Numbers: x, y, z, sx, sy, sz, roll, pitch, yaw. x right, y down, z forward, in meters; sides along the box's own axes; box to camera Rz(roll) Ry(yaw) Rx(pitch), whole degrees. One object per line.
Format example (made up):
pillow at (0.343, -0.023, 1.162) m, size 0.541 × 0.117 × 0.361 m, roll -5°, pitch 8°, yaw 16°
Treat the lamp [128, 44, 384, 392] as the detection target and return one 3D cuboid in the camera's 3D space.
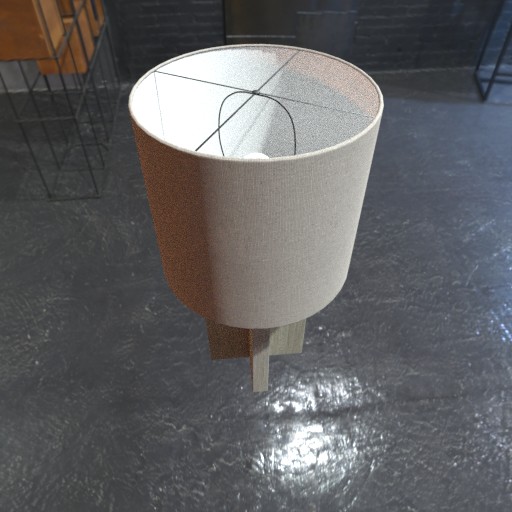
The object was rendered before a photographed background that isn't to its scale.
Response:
lamp at (0.000, 0.000, 0.555) m, size 0.229 × 0.428 × 0.229 m, roll -4°, pitch 45°, yaw -4°
